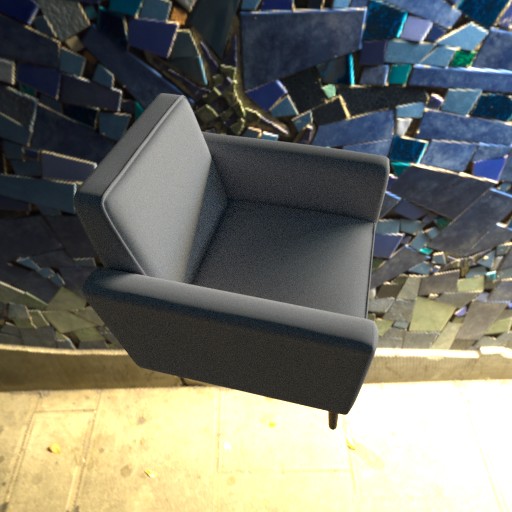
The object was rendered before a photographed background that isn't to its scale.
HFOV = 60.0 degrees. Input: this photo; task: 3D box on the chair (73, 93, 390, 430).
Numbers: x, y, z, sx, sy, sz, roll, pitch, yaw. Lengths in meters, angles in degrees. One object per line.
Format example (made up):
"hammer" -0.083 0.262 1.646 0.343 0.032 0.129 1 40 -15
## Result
"chair" 0.000 0.000 1.421 0.750 0.780 0.780 10 47 10
